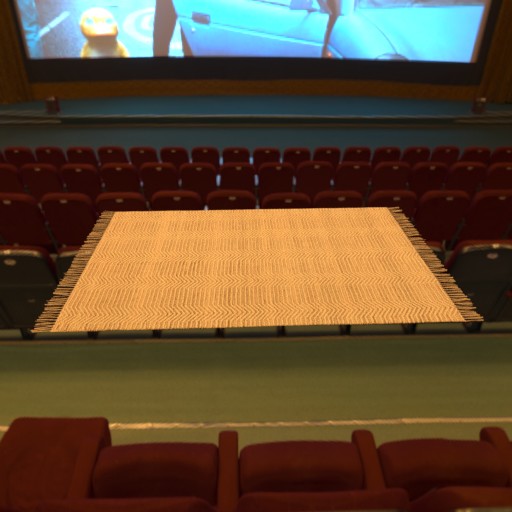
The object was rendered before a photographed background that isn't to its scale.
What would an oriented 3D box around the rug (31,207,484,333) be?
[{"bbox_3d":[0.000,0.000,2.472,2.021,0.027,1.224,-1,31,-2],"label":"rug"}]
